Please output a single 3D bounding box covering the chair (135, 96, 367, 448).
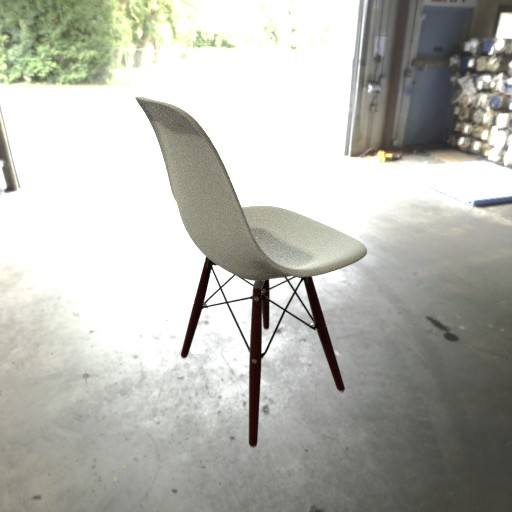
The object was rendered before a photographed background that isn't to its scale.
[{"bbox_3d":[0.000,0.000,1.179,0.533,0.826,0.470,-17,31,-31],"label":"chair"}]
